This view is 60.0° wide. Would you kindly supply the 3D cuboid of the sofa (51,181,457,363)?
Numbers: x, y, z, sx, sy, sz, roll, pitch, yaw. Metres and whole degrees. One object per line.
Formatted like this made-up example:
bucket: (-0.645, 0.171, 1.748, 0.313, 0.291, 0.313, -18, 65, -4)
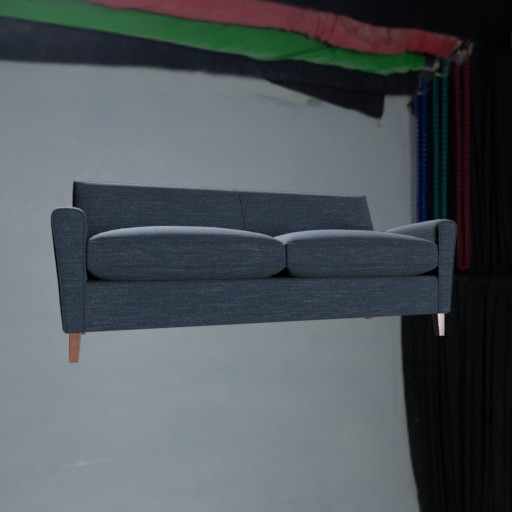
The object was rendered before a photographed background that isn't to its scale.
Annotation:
sofa: (0.000, 0.000, 2.432, 1.976, 0.846, 0.875, 0, 0, -19)
